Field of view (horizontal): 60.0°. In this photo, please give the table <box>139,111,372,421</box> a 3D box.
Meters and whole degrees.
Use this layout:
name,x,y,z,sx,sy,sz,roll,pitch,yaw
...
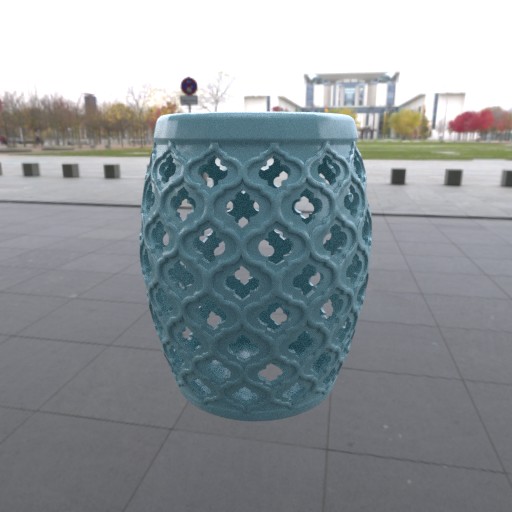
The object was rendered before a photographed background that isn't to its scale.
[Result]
name,x,y,z,sx,sy,sz,roll,pitch,yaw
table,0.000,0.000,0.645,0.325,0.388,0.325,0,15,0
